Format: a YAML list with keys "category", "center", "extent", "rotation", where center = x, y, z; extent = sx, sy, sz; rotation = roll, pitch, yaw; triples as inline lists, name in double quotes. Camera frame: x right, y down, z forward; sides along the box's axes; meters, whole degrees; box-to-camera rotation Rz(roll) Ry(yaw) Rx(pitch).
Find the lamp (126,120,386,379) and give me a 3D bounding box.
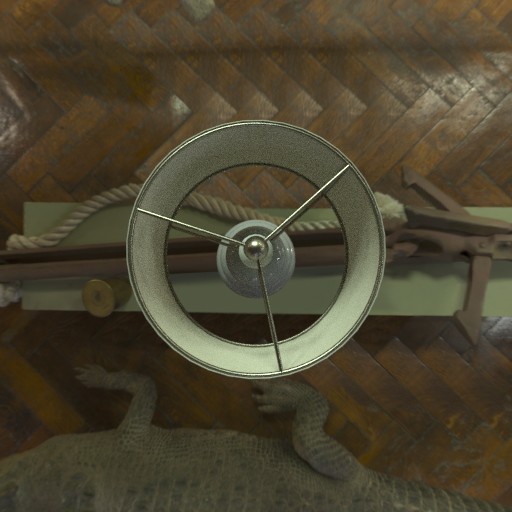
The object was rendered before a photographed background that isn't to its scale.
- category: "lamp"
  center: [0.000, 0.000, 0.963]
  extent: [0.367, 0.730, 0.367]
  rotation: [0, 88, 0]
